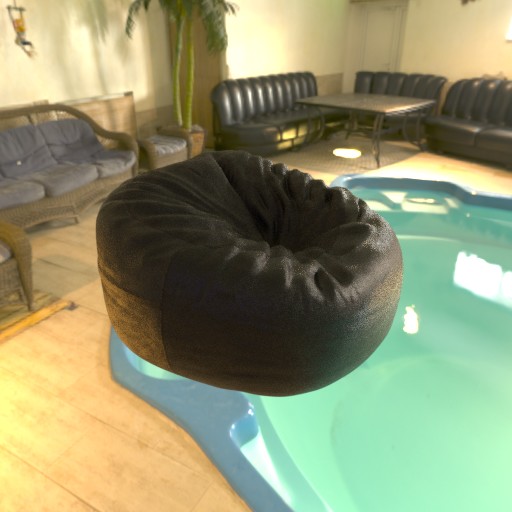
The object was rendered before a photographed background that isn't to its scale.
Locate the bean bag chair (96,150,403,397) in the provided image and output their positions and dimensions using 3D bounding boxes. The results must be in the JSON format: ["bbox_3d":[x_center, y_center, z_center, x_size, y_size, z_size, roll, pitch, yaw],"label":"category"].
[{"bbox_3d":[0.000,0.000,2.401,1.524,0.878,1.524,18,31,32],"label":"bean bag chair"}]
